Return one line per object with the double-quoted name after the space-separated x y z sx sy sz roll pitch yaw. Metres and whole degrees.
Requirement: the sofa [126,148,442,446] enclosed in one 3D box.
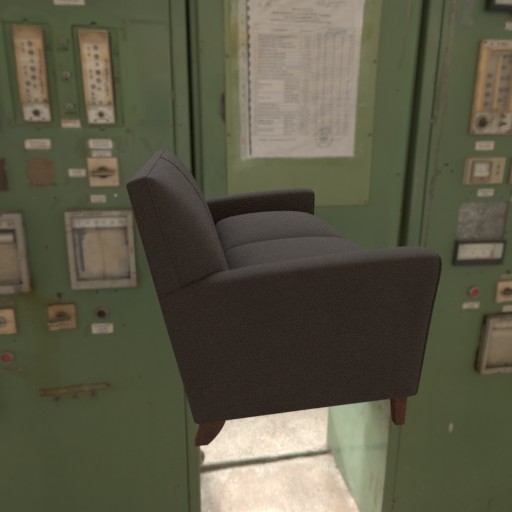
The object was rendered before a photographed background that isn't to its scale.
0.000 0.000 1.918 0.871 0.846 1.420 -3 17 -9 "sofa"
